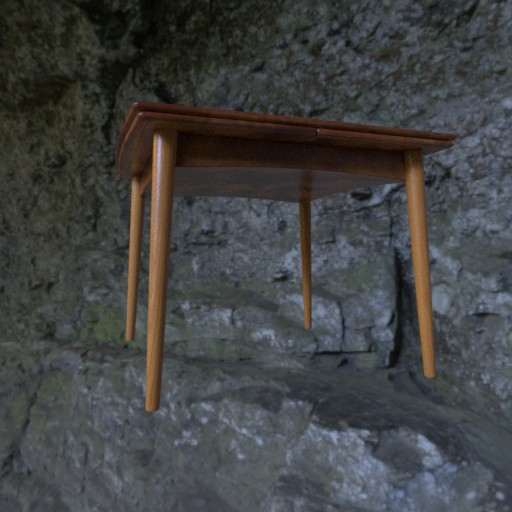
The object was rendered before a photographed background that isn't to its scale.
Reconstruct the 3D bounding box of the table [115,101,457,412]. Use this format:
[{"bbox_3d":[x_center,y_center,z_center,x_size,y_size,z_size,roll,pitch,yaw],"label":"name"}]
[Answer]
[{"bbox_3d":[0.000,0.000,1.653,0.991,0.754,0.991,0,1,-19],"label":"table"}]
